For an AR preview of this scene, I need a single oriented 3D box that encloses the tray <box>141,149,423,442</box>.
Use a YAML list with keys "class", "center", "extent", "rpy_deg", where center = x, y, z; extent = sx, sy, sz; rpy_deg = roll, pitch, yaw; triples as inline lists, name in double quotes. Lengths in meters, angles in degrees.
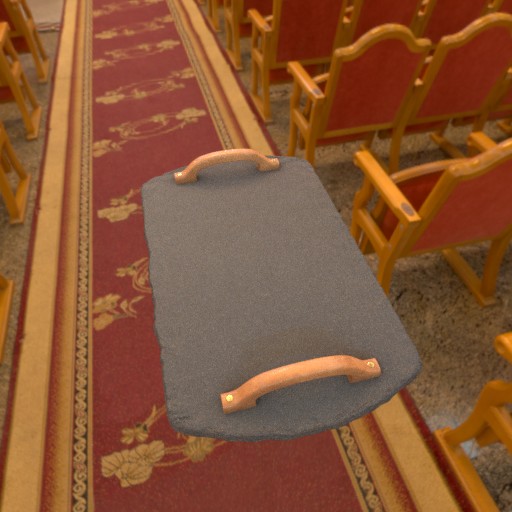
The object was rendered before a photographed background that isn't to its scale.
- class: "tray"
  center: [0.000, 0.000, 0.476]
  extent: [0.231, 0.062, 0.387]
  rpy_deg: [-10, 48, -10]
